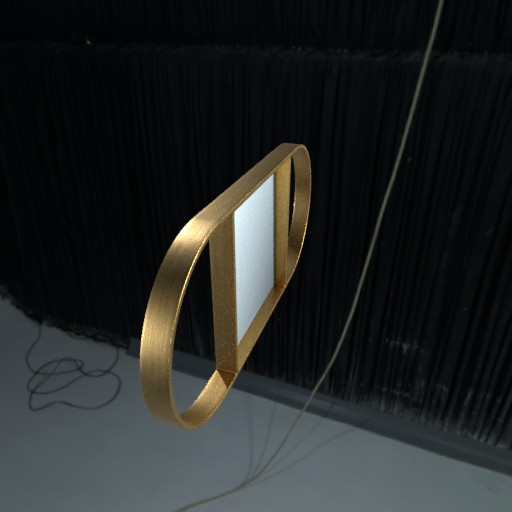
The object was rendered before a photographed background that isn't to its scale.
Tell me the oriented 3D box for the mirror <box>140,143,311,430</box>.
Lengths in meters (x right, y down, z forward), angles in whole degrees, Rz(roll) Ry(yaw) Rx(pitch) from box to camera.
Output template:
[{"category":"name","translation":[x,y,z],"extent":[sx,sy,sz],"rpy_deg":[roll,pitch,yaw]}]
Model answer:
[{"category":"mirror","translation":[0.000,0.000,0.670],"extent":[0.032,0.254,0.584],"rpy_deg":[10,30,17]}]
